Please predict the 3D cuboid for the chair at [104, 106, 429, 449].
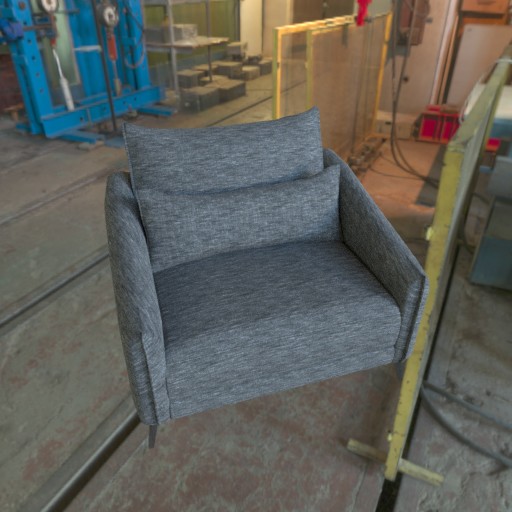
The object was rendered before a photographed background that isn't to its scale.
[{"bbox_3d":[0.000,0.000,1.605,1.004,0.842,0.805,-10,33,-15],"label":"chair"}]
